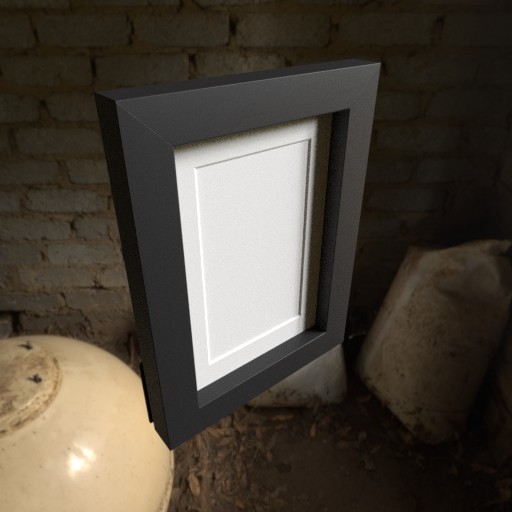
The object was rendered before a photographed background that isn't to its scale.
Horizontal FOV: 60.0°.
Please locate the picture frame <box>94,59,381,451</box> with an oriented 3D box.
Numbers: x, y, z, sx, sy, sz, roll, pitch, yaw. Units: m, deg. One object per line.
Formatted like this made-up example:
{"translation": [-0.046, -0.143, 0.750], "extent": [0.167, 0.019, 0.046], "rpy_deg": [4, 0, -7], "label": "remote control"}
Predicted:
{"translation": [0.000, 0.000, 0.270], "extent": [0.157, 0.208, 0.028], "rpy_deg": [-23, 38, -32], "label": "picture frame"}
